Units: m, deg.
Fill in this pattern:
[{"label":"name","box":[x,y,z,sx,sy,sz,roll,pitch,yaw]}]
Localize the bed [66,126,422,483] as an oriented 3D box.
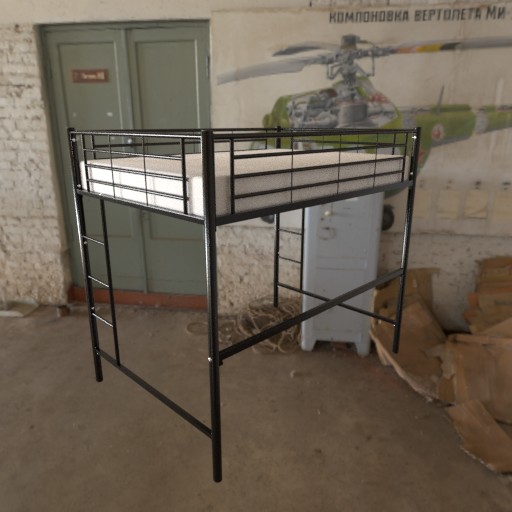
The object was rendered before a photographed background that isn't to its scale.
[{"label":"bed","box":[0.000,0.000,3.229,1.397,1.803,1.994,16,23,42]}]
